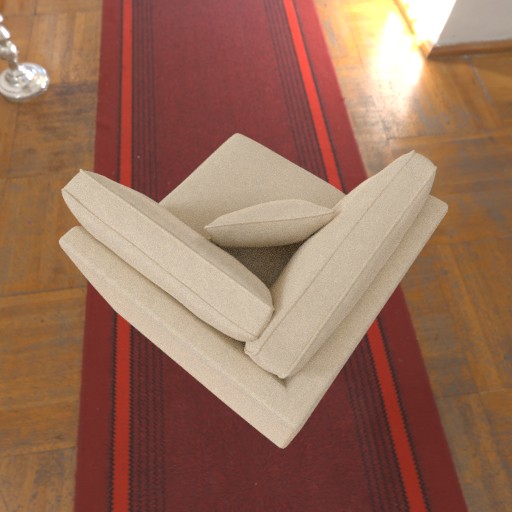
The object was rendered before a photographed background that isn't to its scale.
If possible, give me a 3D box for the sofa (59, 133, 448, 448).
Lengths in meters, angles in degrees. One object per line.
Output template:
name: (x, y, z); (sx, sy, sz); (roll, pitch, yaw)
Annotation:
sofa: (0.000, 0.000, 1.987); (1.146, 1.002, 1.084); (34, 68, 16)
